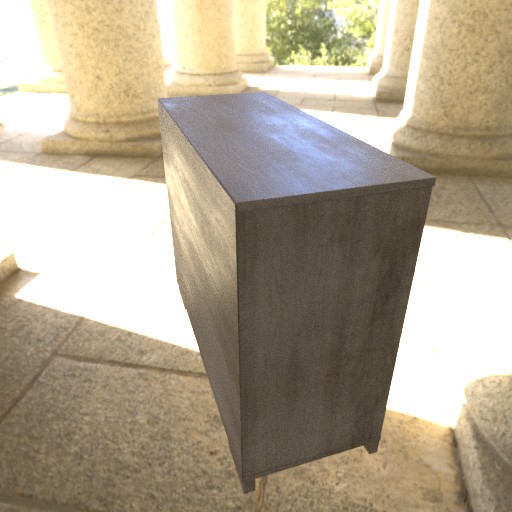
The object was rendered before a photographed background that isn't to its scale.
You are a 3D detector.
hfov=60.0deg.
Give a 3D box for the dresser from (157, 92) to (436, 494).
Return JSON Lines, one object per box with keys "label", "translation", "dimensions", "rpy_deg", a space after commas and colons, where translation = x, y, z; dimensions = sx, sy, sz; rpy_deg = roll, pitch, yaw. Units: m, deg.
{"label": "dresser", "translation": [0.000, 0.000, 1.410], "dimensions": [0.404, 0.816, 0.994], "rpy_deg": [-9, 31, -16]}
